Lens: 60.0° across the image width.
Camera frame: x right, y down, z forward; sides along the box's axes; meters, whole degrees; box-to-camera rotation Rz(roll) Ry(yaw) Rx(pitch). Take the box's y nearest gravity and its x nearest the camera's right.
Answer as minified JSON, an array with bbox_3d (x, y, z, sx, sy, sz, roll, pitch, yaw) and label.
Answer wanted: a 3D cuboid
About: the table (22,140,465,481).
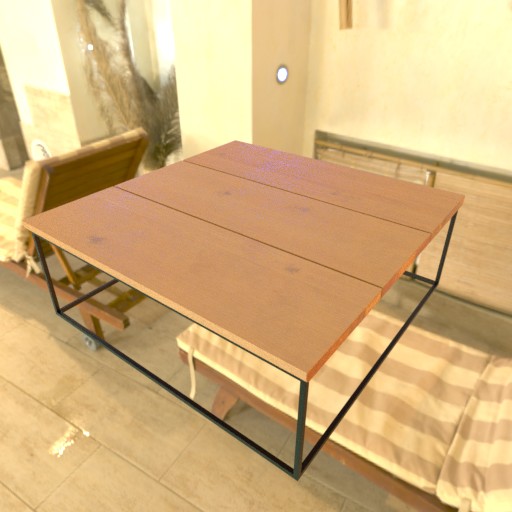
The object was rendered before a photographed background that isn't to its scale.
[{"bbox_3d":[0.000,0.000,1.649,1.100,0.400,1.100,22,38,31],"label":"table"}]
